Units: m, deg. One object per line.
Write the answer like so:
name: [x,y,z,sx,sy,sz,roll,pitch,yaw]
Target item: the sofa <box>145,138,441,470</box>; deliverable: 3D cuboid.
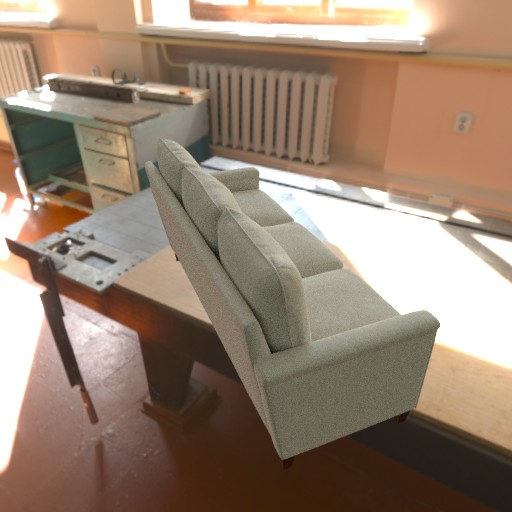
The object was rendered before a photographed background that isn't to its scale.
sofa: [0.000,0.000,2.442,0.828,0.961,1.925,-12,33,-19]
